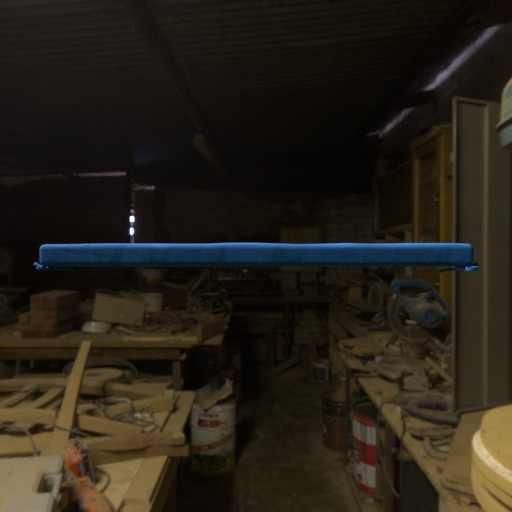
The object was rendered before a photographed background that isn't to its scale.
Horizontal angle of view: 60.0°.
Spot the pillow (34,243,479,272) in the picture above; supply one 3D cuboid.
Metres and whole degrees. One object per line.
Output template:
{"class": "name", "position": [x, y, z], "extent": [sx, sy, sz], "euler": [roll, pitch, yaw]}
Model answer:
{"class": "pillow", "position": [0.000, 0.000, 1.361], "extent": [1.187, 0.081, 0.492], "euler": [0, 1, 1]}
